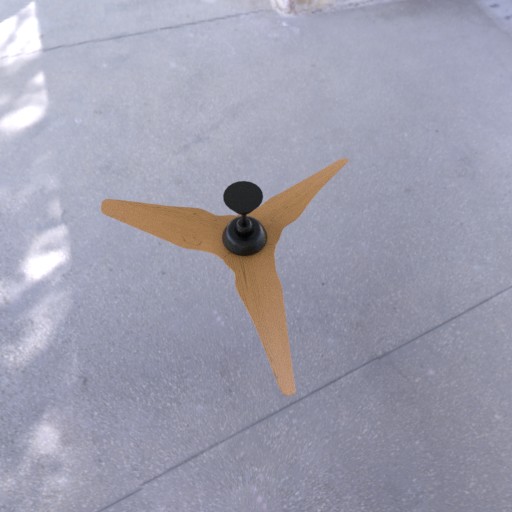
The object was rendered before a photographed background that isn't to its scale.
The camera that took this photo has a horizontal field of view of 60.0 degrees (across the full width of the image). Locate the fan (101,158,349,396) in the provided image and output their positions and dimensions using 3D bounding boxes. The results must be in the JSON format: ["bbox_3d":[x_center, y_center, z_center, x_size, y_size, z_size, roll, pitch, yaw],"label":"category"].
[{"bbox_3d":[0.000,0.000,1.676,1.142,0.355,1.010,-13,60,-8],"label":"fan"}]
